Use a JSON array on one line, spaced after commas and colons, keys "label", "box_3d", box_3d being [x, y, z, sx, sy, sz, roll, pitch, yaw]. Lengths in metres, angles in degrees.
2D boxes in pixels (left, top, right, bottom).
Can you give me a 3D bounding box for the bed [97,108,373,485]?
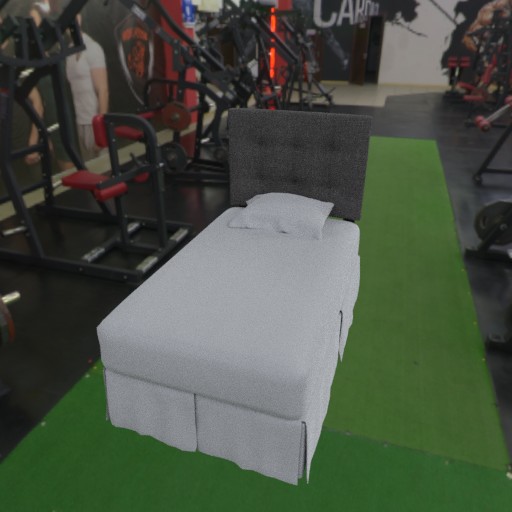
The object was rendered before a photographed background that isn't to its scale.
[{"label": "bed", "box_3d": [0.000, 0.000, 2.961, 1.261, 1.571, 1.997, 9, 29, 17]}]
